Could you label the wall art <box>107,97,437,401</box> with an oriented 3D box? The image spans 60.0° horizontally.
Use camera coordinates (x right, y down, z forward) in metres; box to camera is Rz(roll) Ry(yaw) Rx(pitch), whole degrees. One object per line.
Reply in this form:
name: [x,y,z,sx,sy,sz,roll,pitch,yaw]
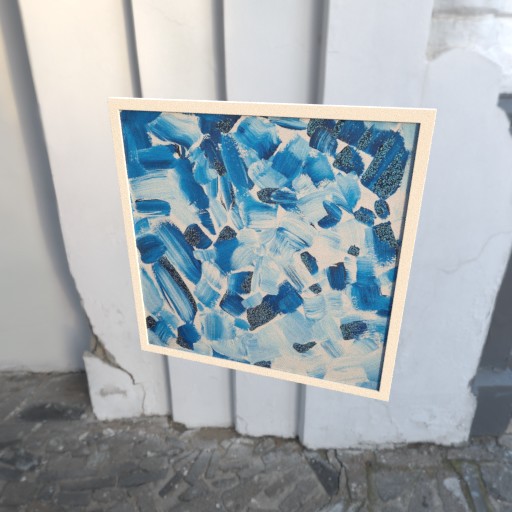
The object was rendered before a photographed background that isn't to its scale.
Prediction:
wall art: [0.000,0.000,0.696,0.457,0.457,0.012,8,26,16]
